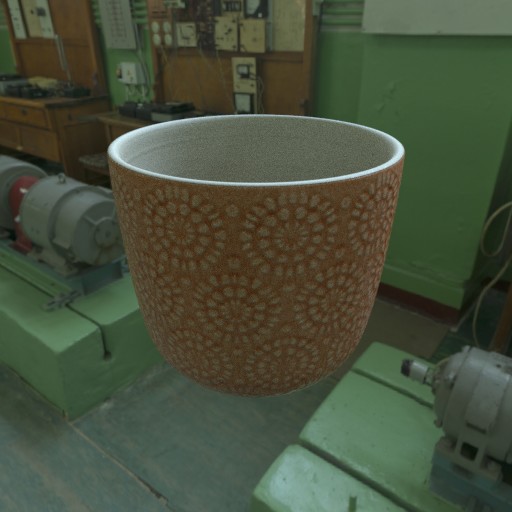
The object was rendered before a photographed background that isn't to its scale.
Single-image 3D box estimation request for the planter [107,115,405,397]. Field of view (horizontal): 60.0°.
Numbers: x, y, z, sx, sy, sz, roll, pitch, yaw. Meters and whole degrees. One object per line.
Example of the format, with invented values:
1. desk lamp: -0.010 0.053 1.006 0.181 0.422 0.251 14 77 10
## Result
1. planter: 0.000 0.000 0.365 0.208 0.190 0.208 0 27 0
